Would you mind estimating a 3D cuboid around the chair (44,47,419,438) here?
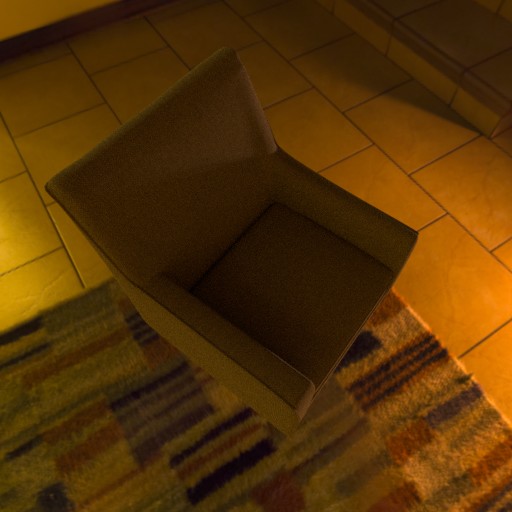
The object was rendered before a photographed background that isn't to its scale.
[{"bbox_3d":[0.000,0.000,1.597,0.899,0.919,0.780,33,65,18],"label":"chair"}]
